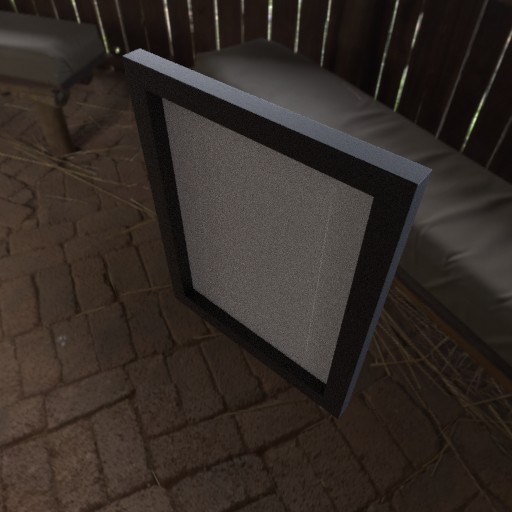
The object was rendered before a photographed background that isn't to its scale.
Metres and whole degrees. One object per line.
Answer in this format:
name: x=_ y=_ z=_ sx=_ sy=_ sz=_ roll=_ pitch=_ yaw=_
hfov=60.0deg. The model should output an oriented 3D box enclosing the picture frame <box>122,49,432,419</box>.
picture frame: x=0.000 y=0.000 z=0.509 sx=0.307 sy=0.383 sz=0.036 roll=32 pitch=55 yaw=26
